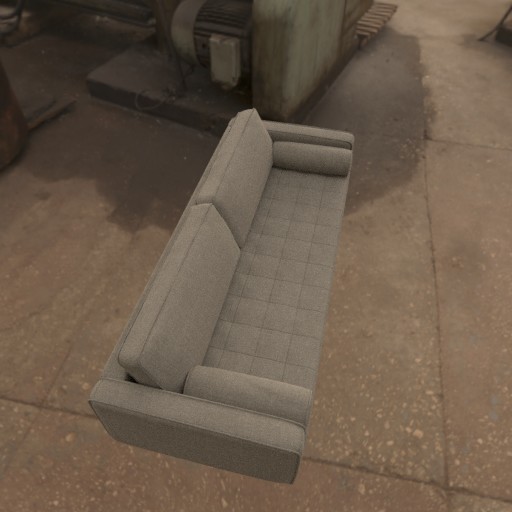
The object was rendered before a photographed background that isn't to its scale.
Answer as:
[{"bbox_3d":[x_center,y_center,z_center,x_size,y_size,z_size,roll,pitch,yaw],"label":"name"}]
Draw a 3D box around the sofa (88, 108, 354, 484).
[{"bbox_3d":[0.000,0.000,2.566,0.914,0.762,2.211,10,49,9],"label":"sofa"}]
